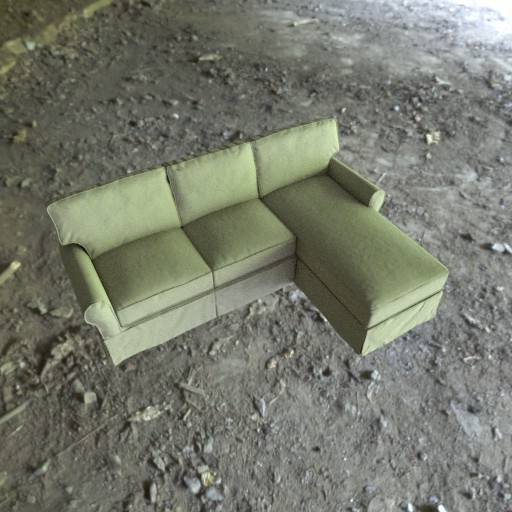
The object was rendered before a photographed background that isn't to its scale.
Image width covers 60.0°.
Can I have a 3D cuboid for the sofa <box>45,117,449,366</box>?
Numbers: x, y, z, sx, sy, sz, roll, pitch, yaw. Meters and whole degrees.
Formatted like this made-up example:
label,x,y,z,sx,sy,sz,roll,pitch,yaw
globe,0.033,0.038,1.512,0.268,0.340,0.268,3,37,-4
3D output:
label,x,y,z,sx,sy,sz,roll,pitch,yaw
sofa,0.000,0.000,3.241,2.475,0.978,1.733,-22,49,-21
